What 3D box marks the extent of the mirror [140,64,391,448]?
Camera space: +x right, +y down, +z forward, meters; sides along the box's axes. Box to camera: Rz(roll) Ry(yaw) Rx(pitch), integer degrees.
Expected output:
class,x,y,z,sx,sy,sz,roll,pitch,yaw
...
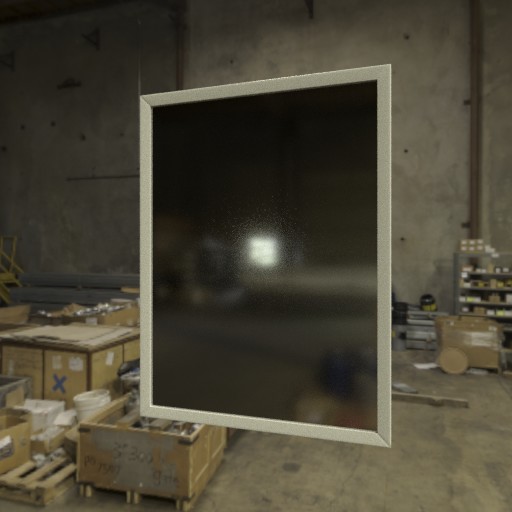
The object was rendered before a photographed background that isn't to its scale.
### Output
class,x,y,z,sx,sy,sz,roll,pitch,yaw
mirror,0.000,0.000,1.308,0.762,1.016,0.040,0,0,18
